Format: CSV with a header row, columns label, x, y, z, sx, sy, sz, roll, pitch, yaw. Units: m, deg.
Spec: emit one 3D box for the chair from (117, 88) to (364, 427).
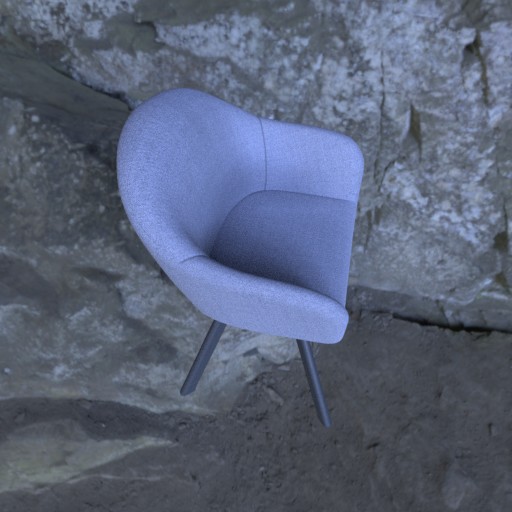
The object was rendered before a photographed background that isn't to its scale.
label,x,y,z,sx,sy,sz,roll,pitch,yaw
chair,0.000,0.000,1.179,0.550,0.795,0.590,9,47,9
